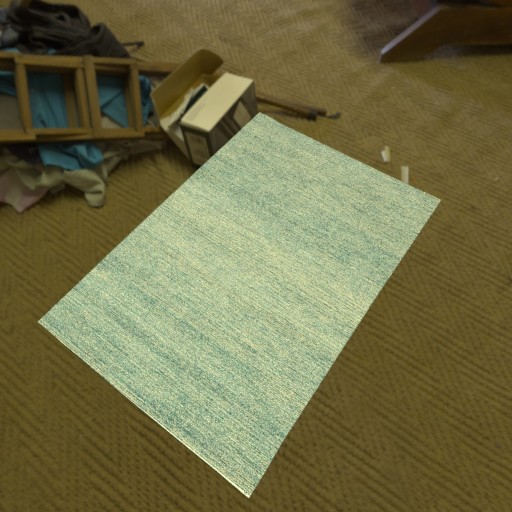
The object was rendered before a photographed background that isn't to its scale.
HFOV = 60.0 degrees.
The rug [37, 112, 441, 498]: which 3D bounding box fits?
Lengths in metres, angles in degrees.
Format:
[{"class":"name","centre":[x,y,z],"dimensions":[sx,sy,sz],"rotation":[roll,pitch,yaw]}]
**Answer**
[{"class":"rug","centre":[0.000,0.000,5.126],"dimensions":[2.802,0.052,4.078],"rotation":[32,63,18]}]
